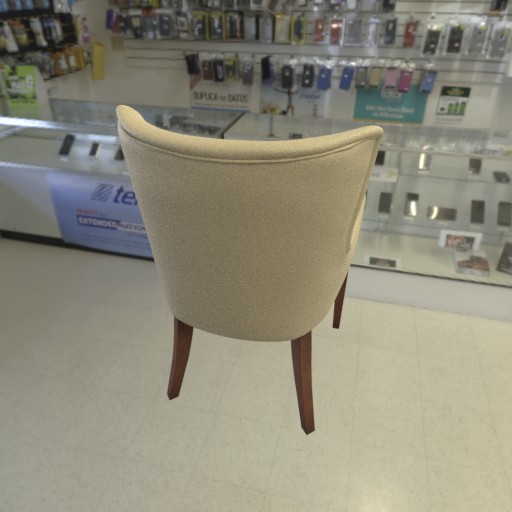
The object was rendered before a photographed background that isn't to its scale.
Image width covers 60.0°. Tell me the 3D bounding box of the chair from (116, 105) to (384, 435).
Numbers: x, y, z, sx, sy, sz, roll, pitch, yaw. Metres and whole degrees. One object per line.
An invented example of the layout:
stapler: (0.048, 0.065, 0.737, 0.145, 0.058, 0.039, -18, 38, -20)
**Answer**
chair: (0.000, 0.000, 1.399, 0.660, 0.952, 0.686, 9, 33, 14)
